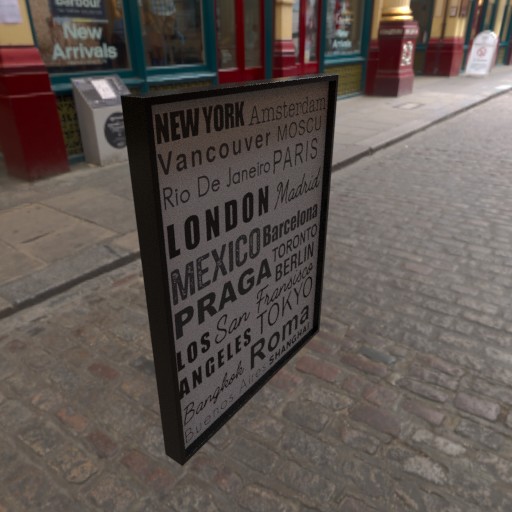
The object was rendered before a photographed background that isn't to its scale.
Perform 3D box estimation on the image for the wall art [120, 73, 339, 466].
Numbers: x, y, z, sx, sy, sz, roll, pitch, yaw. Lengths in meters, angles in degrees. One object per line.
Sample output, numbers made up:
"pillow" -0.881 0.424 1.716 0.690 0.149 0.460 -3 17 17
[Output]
"wall art" 0.000 0.000 0.752 0.038 0.551 0.448 18 31 32
